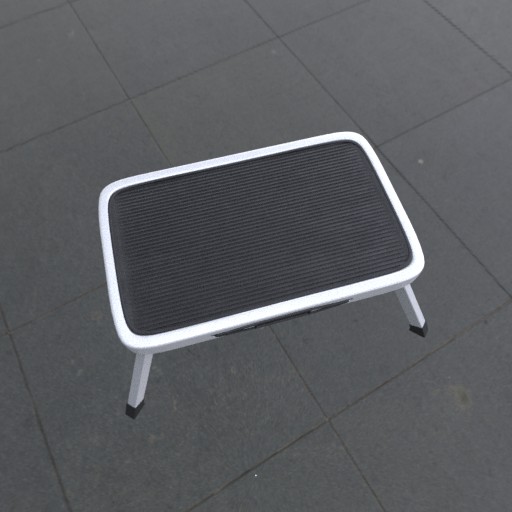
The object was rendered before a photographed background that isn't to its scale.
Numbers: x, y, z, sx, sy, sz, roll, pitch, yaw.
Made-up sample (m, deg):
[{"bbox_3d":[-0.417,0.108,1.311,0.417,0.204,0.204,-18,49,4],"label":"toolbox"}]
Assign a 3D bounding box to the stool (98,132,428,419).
[{"bbox_3d":[0.000,0.000,0.635,0.460,0.170,0.320,-14,64,-7],"label":"stool"}]
